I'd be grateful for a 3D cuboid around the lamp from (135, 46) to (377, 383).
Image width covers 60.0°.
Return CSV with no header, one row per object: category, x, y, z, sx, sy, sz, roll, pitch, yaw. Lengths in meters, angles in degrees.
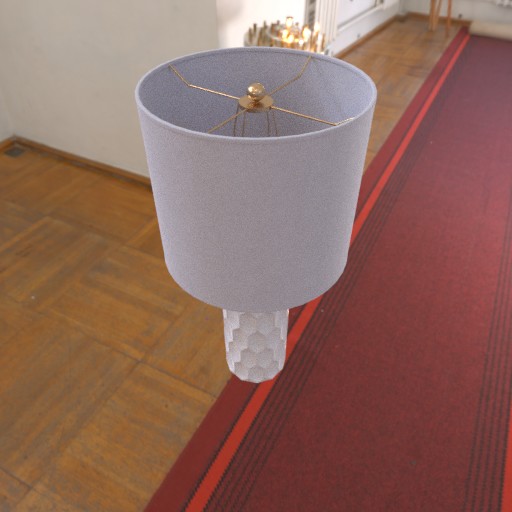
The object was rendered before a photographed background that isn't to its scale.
lamp,0.000,0.000,0.693,0.277,0.537,0.277,-12,43,-13
